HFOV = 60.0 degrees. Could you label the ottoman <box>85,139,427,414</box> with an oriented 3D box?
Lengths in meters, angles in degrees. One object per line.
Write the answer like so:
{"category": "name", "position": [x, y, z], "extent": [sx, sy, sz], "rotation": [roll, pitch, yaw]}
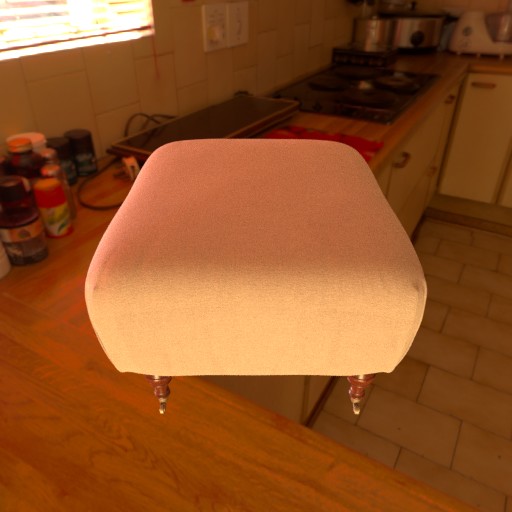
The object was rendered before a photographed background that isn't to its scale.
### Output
{"category": "ottoman", "position": [0.000, 0.000, 1.120], "extent": [0.622, 0.450, 0.746], "rotation": [0, 33, 0]}
